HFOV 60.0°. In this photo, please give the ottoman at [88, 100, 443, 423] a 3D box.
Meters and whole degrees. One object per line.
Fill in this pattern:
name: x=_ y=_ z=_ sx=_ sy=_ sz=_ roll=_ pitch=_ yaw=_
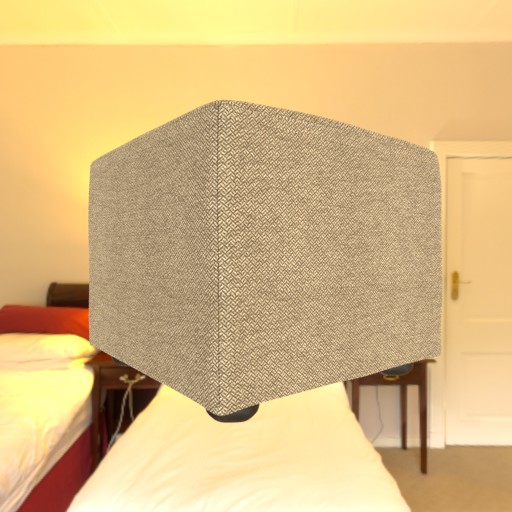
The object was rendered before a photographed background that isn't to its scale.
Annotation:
ottoman: x=0.000 y=0.000 z=0.884 sx=0.512 sy=0.453 sz=0.519 roll=-1 pitch=1 yaw=-37
